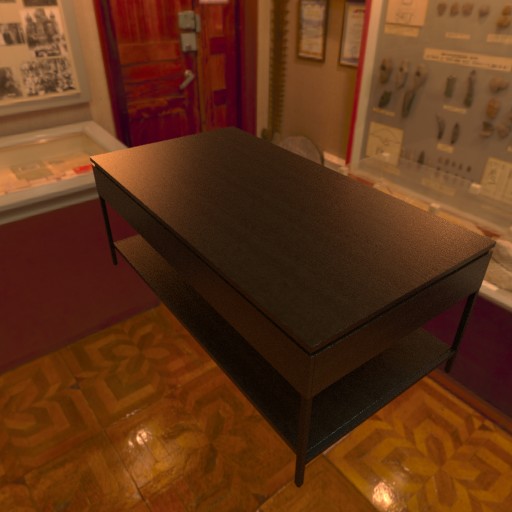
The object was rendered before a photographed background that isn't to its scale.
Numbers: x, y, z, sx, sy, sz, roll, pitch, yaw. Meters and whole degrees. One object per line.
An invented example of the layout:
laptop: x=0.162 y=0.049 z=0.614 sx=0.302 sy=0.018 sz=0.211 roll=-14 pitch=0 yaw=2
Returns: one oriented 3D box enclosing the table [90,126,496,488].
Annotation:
table: x=0.000 y=0.000 z=1.368 sx=0.574 sy=0.435 sz=1.095 roll=-22 pitch=39 yaw=-30
